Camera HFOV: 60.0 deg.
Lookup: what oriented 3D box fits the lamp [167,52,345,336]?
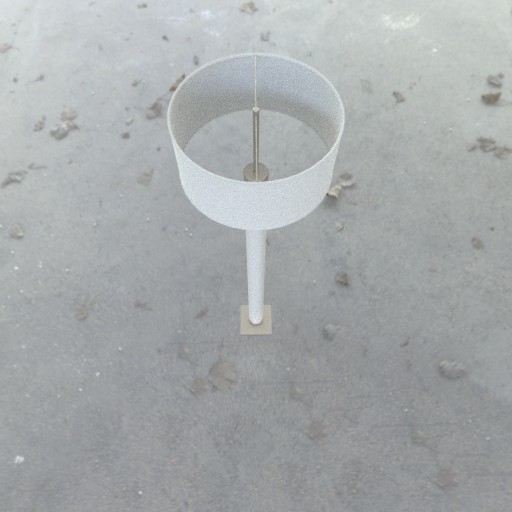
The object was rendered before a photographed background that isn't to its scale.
[{"bbox_3d":[0.000,0.000,1.689,0.420,1.475,0.420,-1,62,0],"label":"lamp"}]
